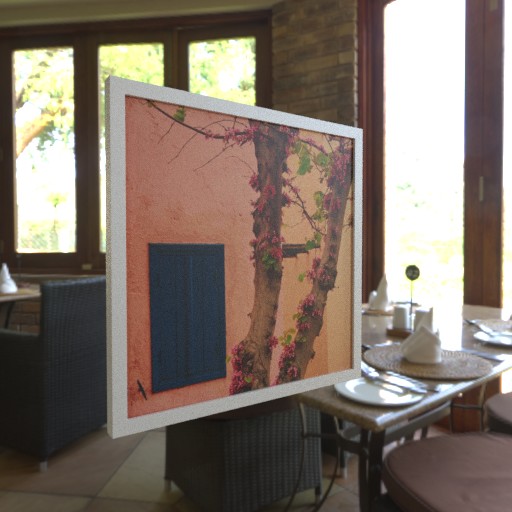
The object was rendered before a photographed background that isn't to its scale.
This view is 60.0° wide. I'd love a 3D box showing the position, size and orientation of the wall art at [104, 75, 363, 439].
[{"bbox_3d":[0.000,0.000,1.159,0.762,0.762,0.038,-1,2,-35],"label":"wall art"}]
